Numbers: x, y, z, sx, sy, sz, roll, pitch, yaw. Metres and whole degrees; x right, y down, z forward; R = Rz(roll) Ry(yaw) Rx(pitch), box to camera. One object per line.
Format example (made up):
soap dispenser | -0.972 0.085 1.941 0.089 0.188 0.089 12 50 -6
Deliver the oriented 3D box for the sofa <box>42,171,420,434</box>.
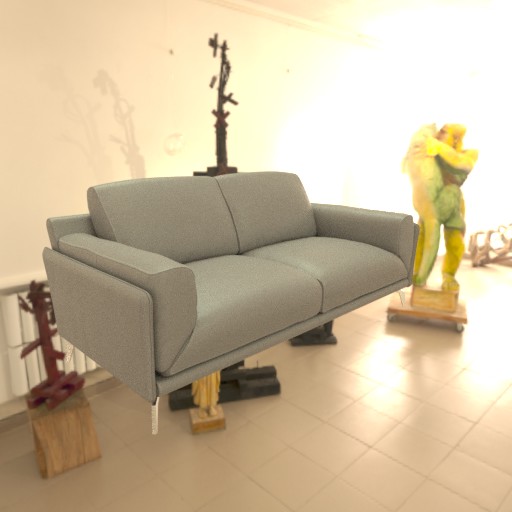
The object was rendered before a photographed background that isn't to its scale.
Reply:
sofa | 0.000 0.000 2.645 2.101 0.930 1.049 -13 19 -43
